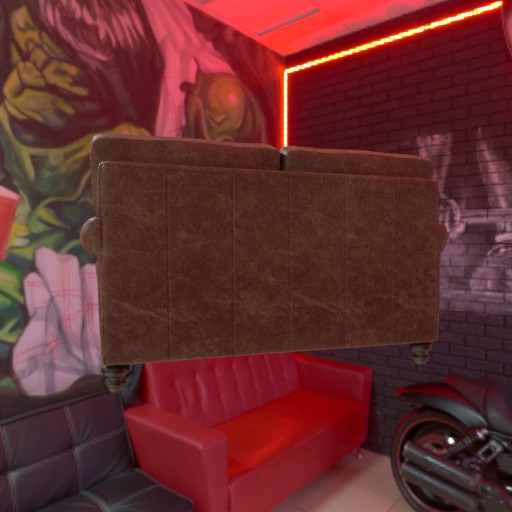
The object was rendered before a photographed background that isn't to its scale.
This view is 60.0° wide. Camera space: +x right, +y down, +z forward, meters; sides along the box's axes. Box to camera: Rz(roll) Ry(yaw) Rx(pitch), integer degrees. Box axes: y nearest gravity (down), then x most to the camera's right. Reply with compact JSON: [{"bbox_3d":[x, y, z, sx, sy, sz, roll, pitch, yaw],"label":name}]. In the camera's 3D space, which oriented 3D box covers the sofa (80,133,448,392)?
[{"bbox_3d":[0.000,0.000,2.220,1.616,0.967,0.990,0,1,-17],"label":"sofa"}]
